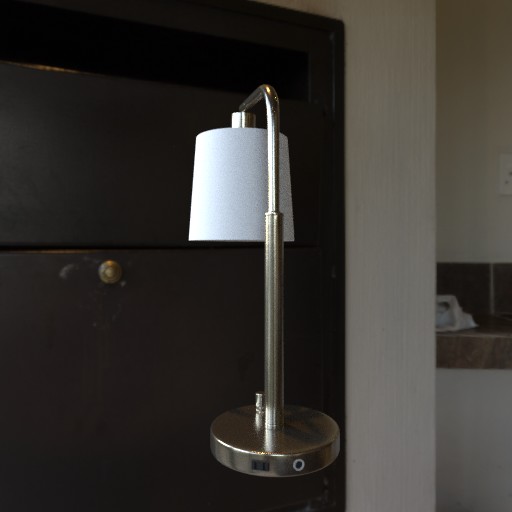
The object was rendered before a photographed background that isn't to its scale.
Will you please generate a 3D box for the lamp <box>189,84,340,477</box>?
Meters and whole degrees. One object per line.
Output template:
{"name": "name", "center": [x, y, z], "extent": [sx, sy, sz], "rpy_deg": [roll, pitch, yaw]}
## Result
{"name": "lamp", "center": [0.000, 0.000, 0.649], "extent": [0.171, 0.489, 0.333], "rpy_deg": [0, 0, -17]}
